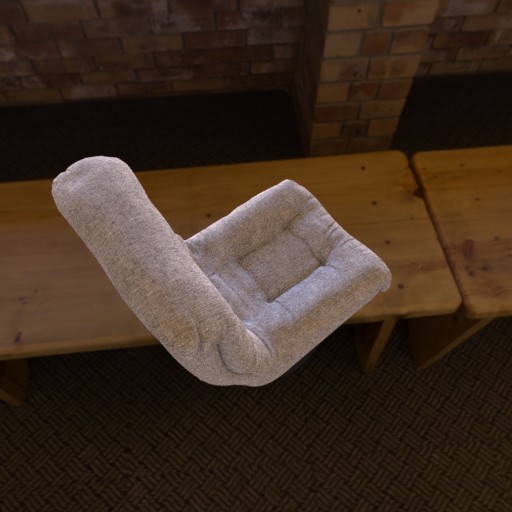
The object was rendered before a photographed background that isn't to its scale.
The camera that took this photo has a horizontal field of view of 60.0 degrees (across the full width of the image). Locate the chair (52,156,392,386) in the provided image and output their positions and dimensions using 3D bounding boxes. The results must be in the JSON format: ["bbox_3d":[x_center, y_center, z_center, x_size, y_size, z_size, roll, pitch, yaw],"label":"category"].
[{"bbox_3d":[0.000,0.000,0.958,0.583,0.600,0.400,-33,64,-19],"label":"chair"}]
